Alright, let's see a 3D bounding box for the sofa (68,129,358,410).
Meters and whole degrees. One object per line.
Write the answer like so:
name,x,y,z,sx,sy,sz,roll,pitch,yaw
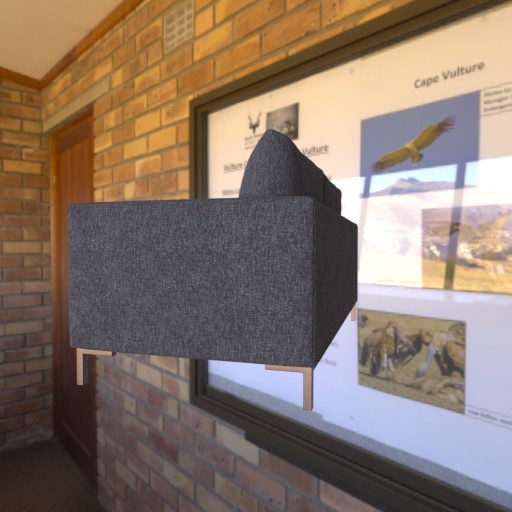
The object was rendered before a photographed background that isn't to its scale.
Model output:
sofa,0.000,0.000,2.188,0.866,0.862,1.716,0,1,17
